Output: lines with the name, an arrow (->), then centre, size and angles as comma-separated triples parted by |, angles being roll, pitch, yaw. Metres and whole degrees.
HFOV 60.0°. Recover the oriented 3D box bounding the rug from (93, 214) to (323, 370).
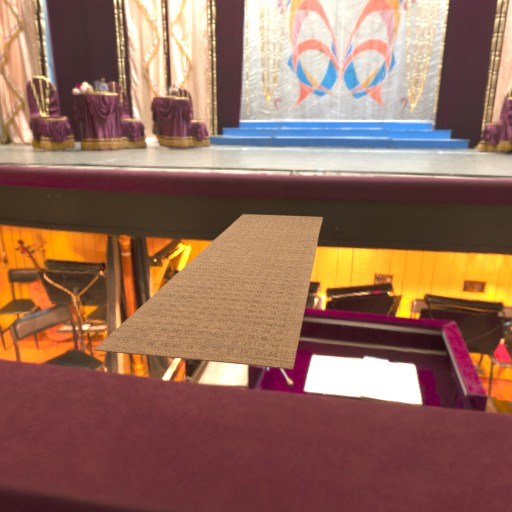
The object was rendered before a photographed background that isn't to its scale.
rug -> 0.000, 0.000, 2.608 | 0.688, 0.005, 2.437 | 3, 17, 10
